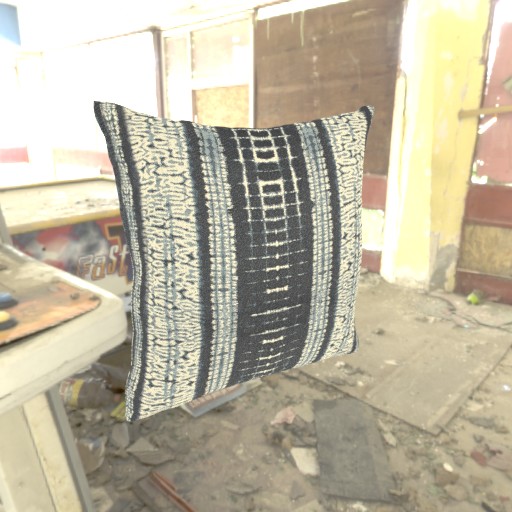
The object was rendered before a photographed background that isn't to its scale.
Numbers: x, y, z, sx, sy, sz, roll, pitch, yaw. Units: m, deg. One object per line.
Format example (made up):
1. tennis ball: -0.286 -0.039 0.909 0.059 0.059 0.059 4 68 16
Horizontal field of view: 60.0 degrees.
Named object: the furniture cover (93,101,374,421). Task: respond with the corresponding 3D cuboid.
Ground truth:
1. furniture cover: 0.000 0.000 0.666 0.425 0.435 0.133 -9 19 -27
